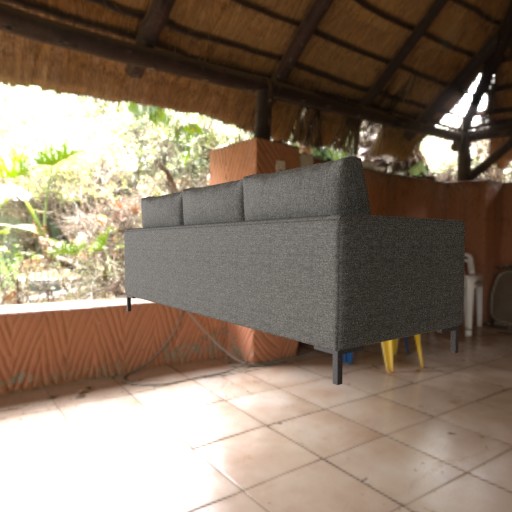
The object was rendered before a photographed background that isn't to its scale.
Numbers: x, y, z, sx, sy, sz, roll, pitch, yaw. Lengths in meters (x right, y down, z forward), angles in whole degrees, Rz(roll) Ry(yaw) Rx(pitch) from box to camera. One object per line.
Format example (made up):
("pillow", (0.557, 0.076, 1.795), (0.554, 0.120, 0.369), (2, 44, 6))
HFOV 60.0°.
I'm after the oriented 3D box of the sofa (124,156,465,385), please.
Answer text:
("sofa", (0.000, 0.000, 2.739), (0.876, 0.879, 2.253), (-1, 2, -36))
